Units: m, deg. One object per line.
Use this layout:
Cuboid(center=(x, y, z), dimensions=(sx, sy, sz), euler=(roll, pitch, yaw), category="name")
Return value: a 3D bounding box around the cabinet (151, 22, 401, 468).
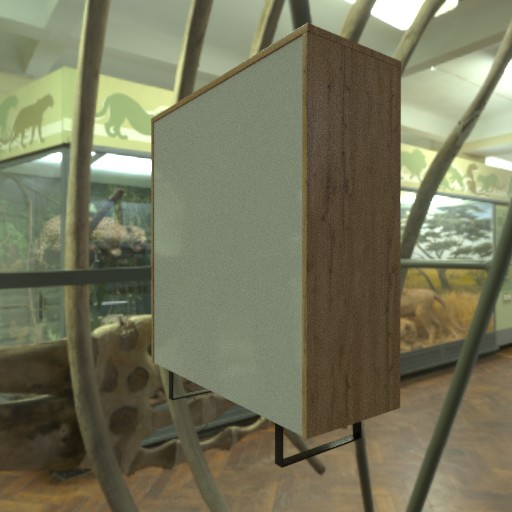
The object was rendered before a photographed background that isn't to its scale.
Cuboid(center=(0.000, 0.000, 1.933), dimensions=(0.473, 1.397, 1.168), euler=(0, 1, -36), category="cabinet")
